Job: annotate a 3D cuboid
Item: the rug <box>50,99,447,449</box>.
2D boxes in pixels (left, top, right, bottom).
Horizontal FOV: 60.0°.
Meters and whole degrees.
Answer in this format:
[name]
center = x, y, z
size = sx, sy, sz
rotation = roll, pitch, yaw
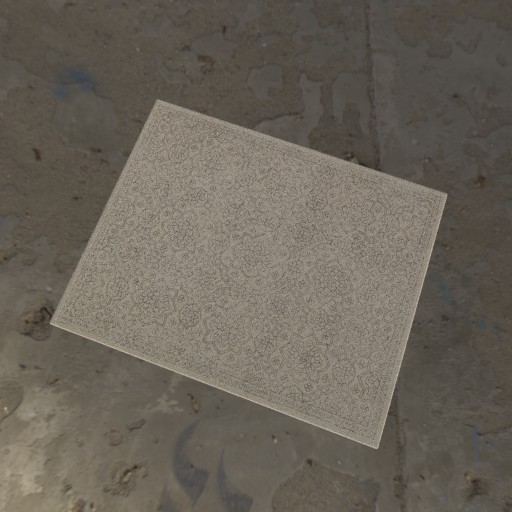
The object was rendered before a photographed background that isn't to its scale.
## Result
[rug]
center = 0.000, 0.000, 4.125
size = 3.050, 0.015, 2.441
rotation = 19, 76, 5
